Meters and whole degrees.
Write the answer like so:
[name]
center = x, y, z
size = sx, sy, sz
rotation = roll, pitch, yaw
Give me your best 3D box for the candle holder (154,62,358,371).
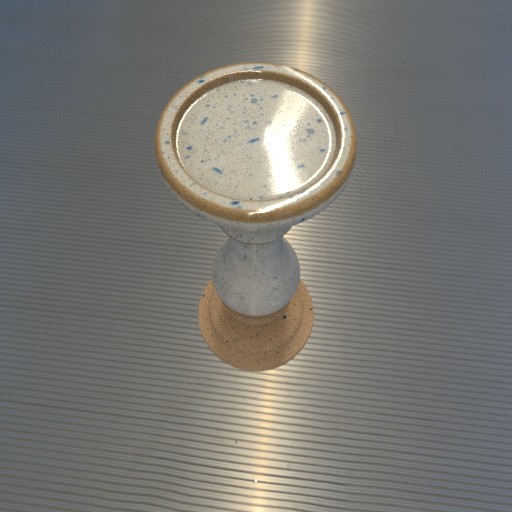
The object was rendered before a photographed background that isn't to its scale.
[candle holder]
center = 0.000, 0.000, 0.252
size = 0.088, 0.203, 0.088
rotation = 0, 63, 0
